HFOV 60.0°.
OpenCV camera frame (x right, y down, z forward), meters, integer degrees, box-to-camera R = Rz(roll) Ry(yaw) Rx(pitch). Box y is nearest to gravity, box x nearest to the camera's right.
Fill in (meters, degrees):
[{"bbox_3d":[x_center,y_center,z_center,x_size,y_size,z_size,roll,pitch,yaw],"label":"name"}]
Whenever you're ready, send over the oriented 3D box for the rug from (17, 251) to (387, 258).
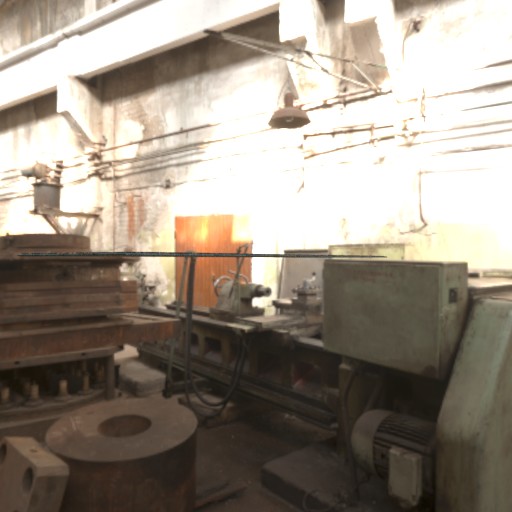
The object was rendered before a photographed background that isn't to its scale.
[{"bbox_3d":[0.000,0.000,2.488,0.685,0.014,2.292,0,-1,36],"label":"rug"}]
